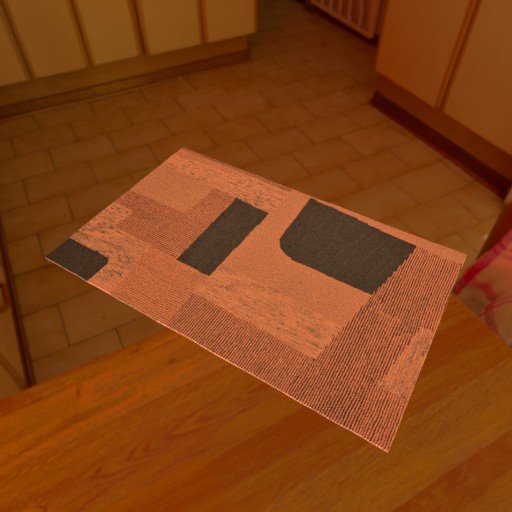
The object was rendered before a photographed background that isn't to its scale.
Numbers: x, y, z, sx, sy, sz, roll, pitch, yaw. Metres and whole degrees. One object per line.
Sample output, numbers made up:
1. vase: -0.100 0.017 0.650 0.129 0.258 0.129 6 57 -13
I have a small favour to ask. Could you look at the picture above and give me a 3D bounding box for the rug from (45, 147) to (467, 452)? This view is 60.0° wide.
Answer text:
1. rug: 0.000 0.000 3.011 2.436 0.015 1.521 24 52 21
